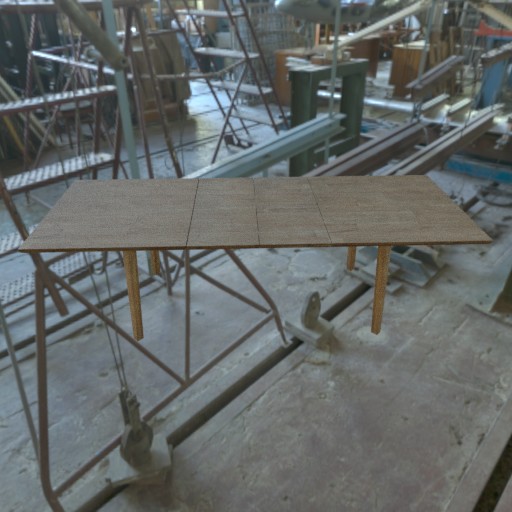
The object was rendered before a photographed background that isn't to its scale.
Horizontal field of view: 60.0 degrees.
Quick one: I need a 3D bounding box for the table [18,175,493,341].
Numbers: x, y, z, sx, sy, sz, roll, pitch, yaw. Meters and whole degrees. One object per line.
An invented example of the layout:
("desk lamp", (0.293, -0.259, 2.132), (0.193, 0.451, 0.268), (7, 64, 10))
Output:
("table", (0.000, 0.000, 3.048), (2.603, 0.752, 1.000), (-1, 31, -2))
